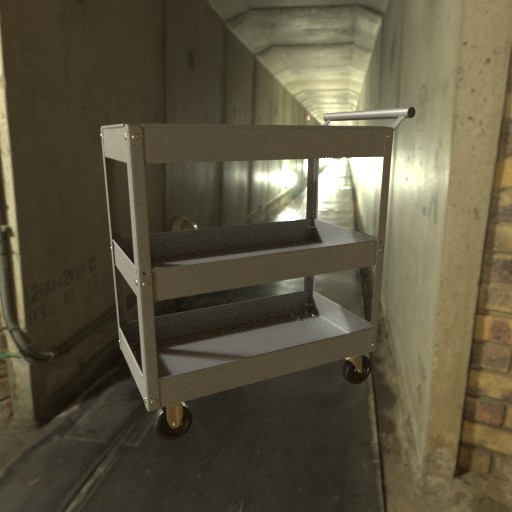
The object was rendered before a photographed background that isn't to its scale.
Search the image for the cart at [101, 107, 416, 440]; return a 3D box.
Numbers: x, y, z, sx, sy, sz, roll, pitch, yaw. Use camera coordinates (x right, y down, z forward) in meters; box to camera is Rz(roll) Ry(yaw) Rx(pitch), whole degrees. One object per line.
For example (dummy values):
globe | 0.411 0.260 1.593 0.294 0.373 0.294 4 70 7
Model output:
cart | 0.000 0.000 1.222 0.719 0.780 0.366 -7 17 -25
